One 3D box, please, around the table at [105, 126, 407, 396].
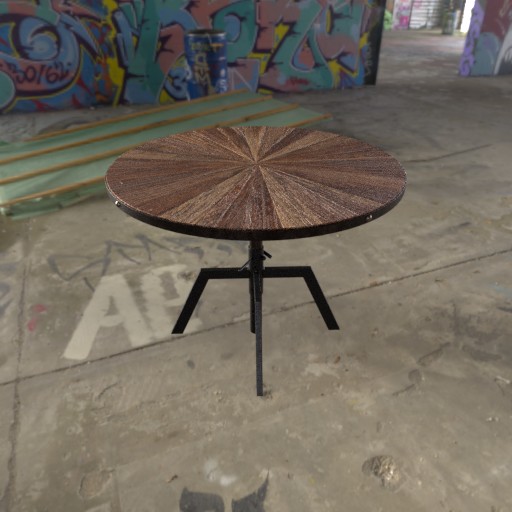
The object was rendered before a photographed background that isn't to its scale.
[{"bbox_3d":[0.000,0.000,1.520,0.885,0.658,0.885,0,31,0],"label":"table"}]
